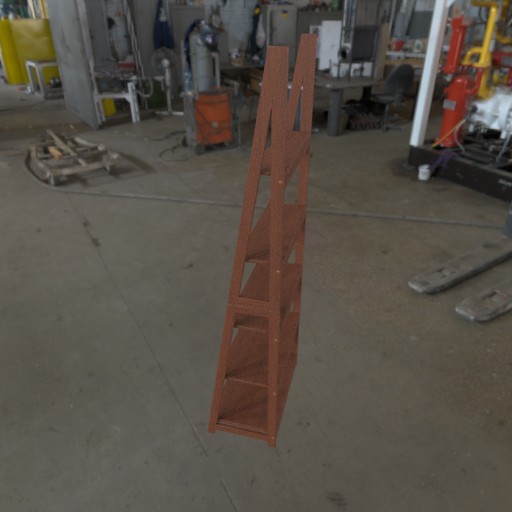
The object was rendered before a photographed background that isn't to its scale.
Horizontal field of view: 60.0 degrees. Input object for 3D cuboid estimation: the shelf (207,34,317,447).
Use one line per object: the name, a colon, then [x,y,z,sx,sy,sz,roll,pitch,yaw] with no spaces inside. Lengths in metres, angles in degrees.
shelf: [0.000,0.000,2.004,0.350,1.770,0.600,8,31,13]
